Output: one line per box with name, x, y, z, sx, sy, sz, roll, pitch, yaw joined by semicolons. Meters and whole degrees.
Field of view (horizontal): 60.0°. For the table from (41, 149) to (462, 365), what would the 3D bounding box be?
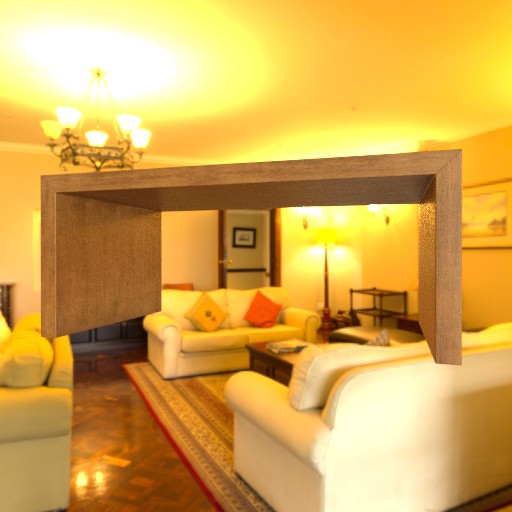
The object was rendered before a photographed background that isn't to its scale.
table;0.000;0.000;1.264;1.000;0.419;0.549;0;0;17
